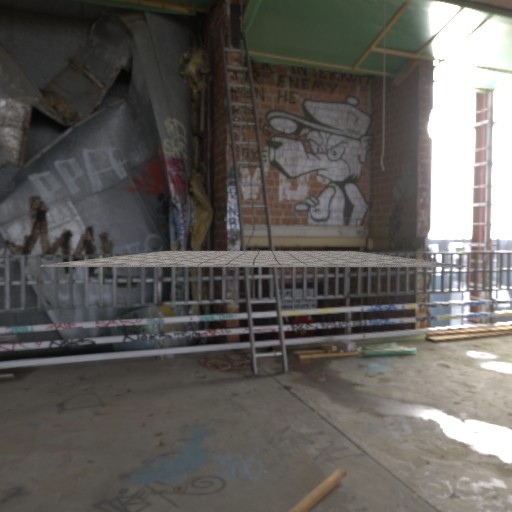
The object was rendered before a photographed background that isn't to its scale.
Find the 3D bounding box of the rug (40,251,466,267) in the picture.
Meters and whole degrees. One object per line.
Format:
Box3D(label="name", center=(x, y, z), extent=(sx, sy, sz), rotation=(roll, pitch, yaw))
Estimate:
Box3D(label="rug", center=(0.000, 0.000, 3.939), extent=(2.330, 0.010, 3.061), rotation=(0, 2, 1))
